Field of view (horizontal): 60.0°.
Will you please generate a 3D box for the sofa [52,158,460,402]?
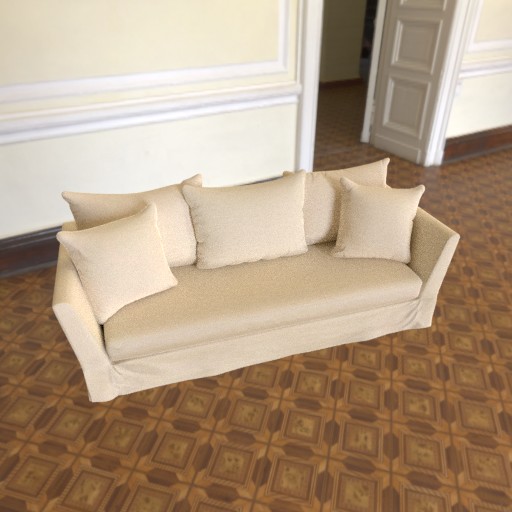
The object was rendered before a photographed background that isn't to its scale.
[{"bbox_3d":[0.000,0.000,3.077,2.484,1.042,1.030,-9,33,-15],"label":"sofa"}]
